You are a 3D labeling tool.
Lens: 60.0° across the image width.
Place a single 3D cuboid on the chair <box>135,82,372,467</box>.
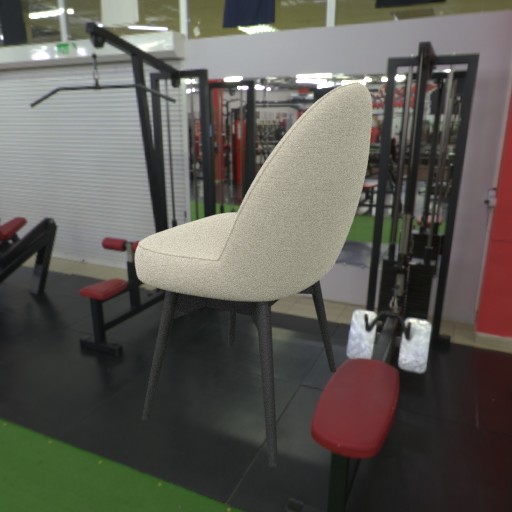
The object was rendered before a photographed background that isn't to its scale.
[{"bbox_3d":[0.000,0.000,1.173,0.540,0.838,0.532,8,18,26],"label":"chair"}]
